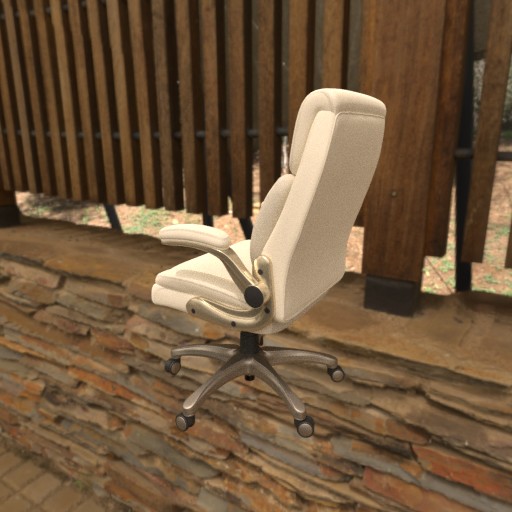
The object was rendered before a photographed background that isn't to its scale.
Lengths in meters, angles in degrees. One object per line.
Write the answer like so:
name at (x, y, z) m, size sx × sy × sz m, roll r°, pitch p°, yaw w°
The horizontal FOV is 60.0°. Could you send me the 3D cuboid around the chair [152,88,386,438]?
chair at (0.000, 0.000, 1.642) m, size 0.794 × 1.110 × 0.740 m, roll 8°, pitch 17°, yaw 26°
